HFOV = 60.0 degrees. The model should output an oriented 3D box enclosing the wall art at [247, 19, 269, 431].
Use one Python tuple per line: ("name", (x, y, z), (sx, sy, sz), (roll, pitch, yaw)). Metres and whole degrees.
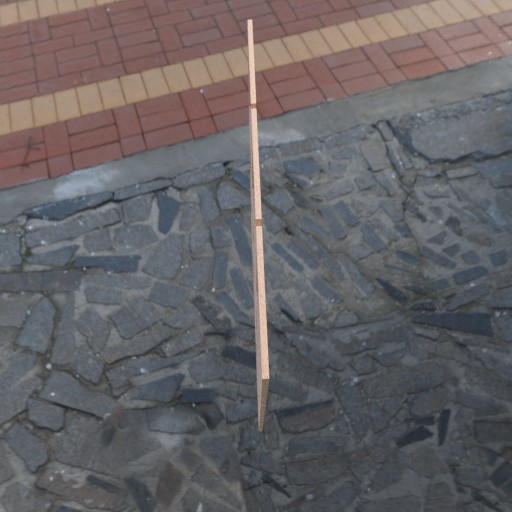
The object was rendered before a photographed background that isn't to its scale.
("wall art", (0.000, 0.000, 1.792), (0.016, 1.207, 1.217), (-2, 63, -1))
